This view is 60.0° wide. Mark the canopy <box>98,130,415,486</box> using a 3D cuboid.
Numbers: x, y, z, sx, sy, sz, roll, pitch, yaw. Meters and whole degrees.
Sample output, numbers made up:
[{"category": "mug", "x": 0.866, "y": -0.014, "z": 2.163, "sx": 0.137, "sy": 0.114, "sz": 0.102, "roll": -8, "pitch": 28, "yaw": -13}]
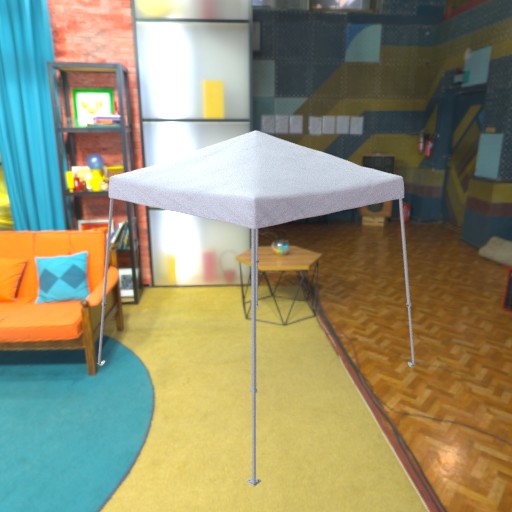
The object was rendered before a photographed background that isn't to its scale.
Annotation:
[{"category": "canopy", "x": 0.000, "y": 0.000, "z": 5.234, "sx": 2.850, "sy": 2.850, "sz": 2.849, "roll": -15, "pitch": 22, "yaw": -42}]
